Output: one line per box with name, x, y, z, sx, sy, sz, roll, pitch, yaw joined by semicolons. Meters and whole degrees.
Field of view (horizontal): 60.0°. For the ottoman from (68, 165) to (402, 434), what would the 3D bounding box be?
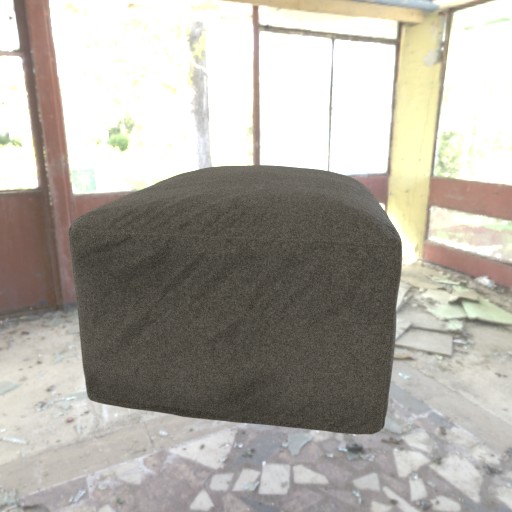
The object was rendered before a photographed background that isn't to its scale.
ottoman;0.000;0.000;1.240;0.683;0.481;0.837;2;16;8
